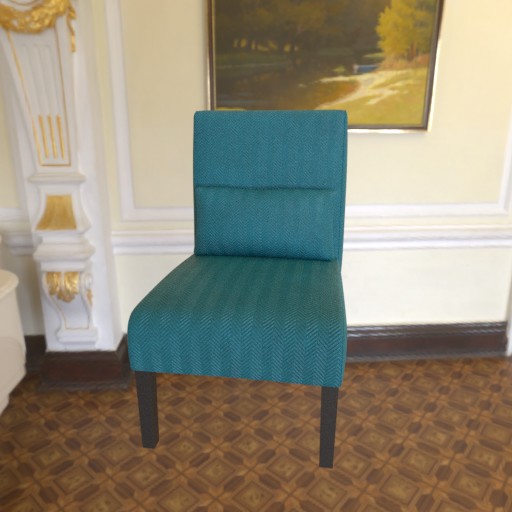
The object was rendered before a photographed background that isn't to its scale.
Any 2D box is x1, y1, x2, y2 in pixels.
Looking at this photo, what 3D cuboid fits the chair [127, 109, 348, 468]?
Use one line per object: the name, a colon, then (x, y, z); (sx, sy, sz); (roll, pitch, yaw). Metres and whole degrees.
chair: (0.000, 0.000, 1.438); (0.579, 0.927, 0.808); (2, 16, 8)
